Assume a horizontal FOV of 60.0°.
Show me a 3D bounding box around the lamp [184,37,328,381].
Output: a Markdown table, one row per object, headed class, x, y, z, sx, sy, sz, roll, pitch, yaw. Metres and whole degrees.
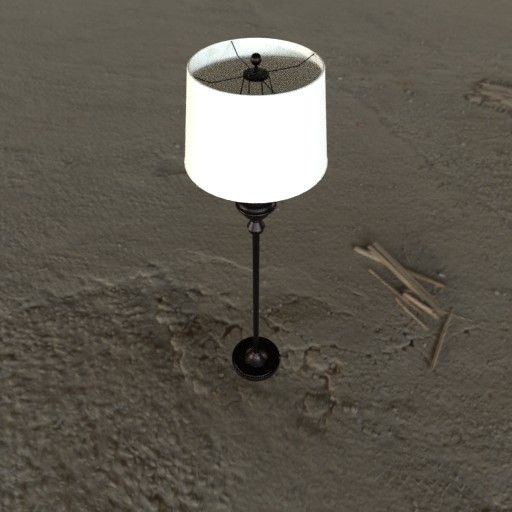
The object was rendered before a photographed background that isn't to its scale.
| class | x | y | z | sx | sy | sz | roll | pitch | yaw |
| --- | --- | --- | --- | --- | --- | --- | --- | --- | --- |
| lamp | 0.000 | 0.000 | 1.657 | 0.431 | 1.484 | 0.431 | 0 | 46 | 0 |
